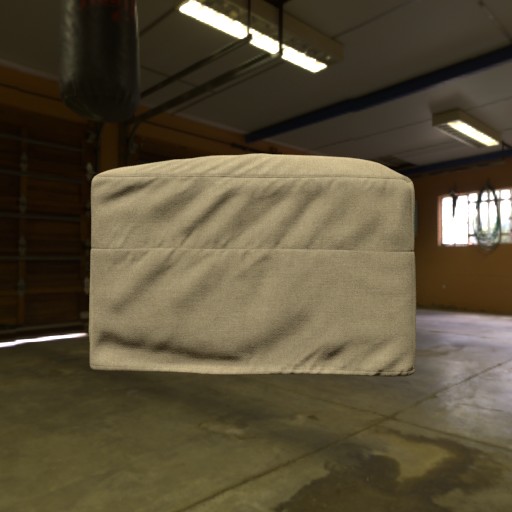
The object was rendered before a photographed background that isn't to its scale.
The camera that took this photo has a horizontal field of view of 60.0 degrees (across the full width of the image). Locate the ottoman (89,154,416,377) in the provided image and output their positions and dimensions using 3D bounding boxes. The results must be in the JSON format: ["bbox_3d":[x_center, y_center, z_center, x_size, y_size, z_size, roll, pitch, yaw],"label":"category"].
[{"bbox_3d":[0.000,0.000,1.264,0.683,0.481,0.837,0,-1,1],"label":"ottoman"}]
